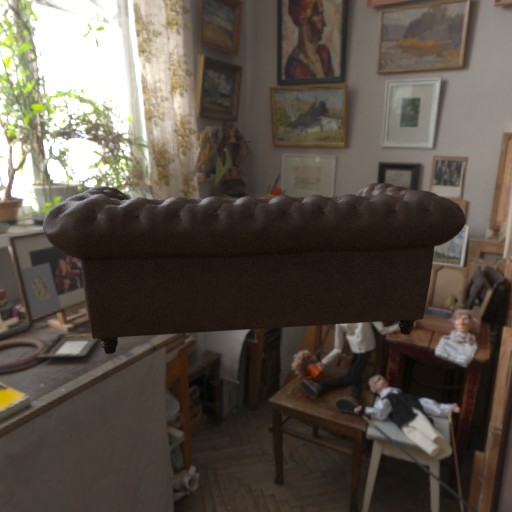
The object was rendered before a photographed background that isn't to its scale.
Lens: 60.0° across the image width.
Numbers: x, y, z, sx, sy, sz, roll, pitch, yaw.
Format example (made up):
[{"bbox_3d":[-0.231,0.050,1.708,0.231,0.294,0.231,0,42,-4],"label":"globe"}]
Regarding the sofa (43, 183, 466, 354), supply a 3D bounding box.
[{"bbox_3d":[0.000,0.000,2.528,2.048,0.784,0.955,-2,14,-8],"label":"sofa"}]
